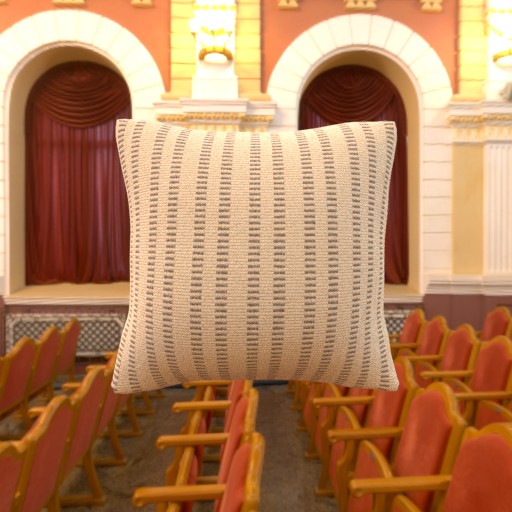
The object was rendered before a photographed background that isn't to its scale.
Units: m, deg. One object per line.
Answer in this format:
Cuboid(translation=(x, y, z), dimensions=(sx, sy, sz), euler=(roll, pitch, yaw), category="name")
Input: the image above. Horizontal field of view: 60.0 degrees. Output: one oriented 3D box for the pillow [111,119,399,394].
Cuboid(translation=(0.000, 0.000, 0.681), dimensions=(0.438, 0.419, 0.247), euler=(0, 0, -1), category="pillow")
